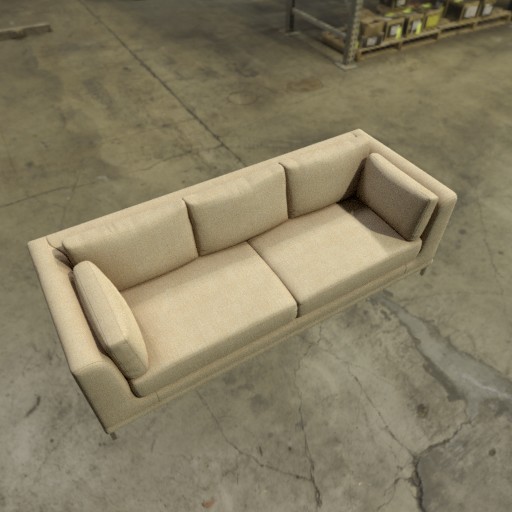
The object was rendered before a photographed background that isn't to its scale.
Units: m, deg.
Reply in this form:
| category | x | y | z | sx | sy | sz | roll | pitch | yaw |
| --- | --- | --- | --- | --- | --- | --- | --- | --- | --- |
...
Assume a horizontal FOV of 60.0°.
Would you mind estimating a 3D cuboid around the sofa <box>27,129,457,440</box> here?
| category | x | y | z | sx | sy | sz | roll | pitch | yaw |
| --- | --- | --- | --- | --- | --- | --- | --- | --- | --- |
| sofa | 0.000 | 0.000 | 2.838 | 2.415 | 0.867 | 0.969 | -23 | 50 | -21 |
